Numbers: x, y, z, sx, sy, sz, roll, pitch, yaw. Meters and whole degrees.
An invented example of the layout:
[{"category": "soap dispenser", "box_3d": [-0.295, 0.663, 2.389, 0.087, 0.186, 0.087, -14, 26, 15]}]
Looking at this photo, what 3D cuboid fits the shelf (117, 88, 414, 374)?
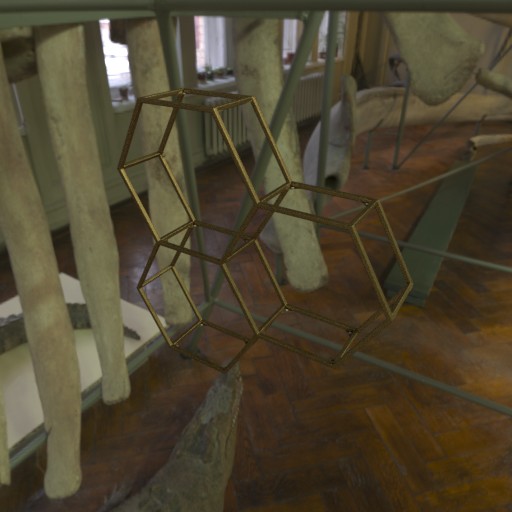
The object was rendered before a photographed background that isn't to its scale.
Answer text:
[{"category": "shelf", "box_3d": [0.000, 0.000, 1.063, 0.708, 0.701, 0.150, 17, 34, 27]}]
